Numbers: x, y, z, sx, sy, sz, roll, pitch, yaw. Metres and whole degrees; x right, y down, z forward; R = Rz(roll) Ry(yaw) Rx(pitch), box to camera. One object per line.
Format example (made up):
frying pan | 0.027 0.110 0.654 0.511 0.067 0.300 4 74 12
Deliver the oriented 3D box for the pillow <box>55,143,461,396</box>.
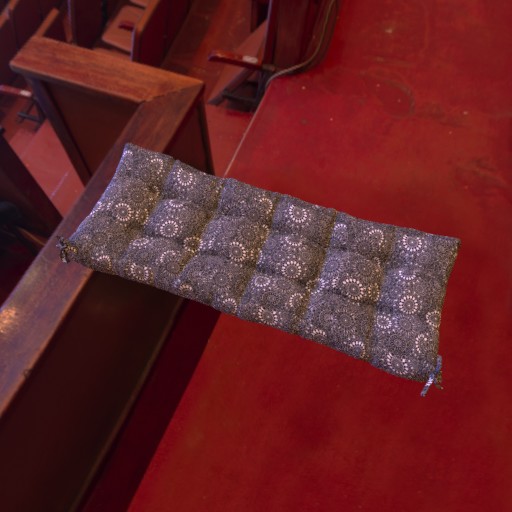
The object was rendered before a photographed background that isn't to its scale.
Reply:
pillow | 0.000 0.000 1.334 1.194 0.174 0.511 18 64 9
